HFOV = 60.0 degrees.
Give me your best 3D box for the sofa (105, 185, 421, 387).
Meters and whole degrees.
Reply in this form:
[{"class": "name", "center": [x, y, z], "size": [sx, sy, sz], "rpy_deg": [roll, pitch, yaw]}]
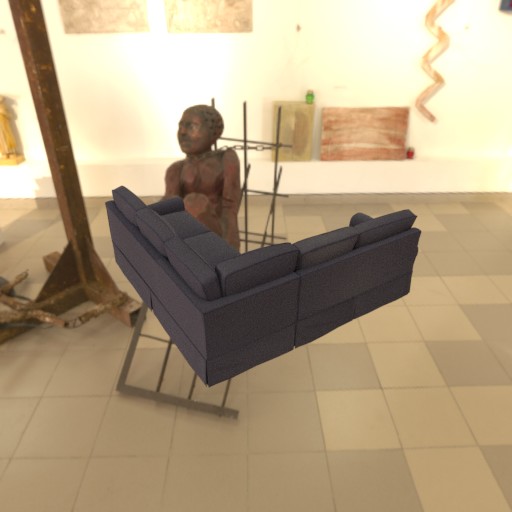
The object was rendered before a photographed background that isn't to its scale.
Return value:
[{"class": "sofa", "center": [0.000, 0.000, 5.057], "size": [3.773, 1.169, 2.874], "rpy_deg": [-1, 31, -2]}]
